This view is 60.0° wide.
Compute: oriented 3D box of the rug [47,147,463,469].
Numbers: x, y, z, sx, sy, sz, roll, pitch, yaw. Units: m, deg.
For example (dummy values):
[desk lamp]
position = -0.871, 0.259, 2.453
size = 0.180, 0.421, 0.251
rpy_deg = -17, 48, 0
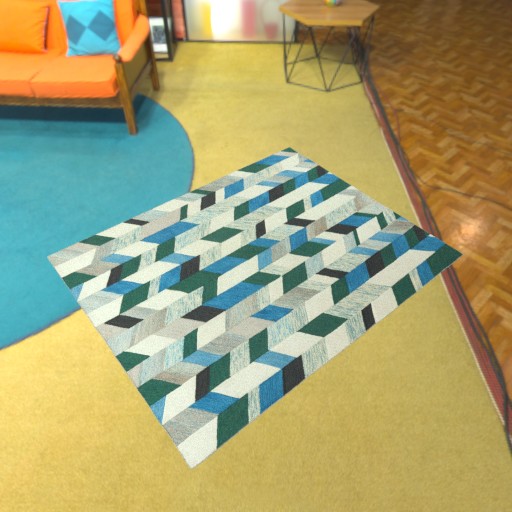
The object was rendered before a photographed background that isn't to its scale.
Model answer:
[rug]
position = 0.000, 0.000, 4.130
size = 3.036, 0.008, 2.440
rpy_deg = -30, 52, -26
